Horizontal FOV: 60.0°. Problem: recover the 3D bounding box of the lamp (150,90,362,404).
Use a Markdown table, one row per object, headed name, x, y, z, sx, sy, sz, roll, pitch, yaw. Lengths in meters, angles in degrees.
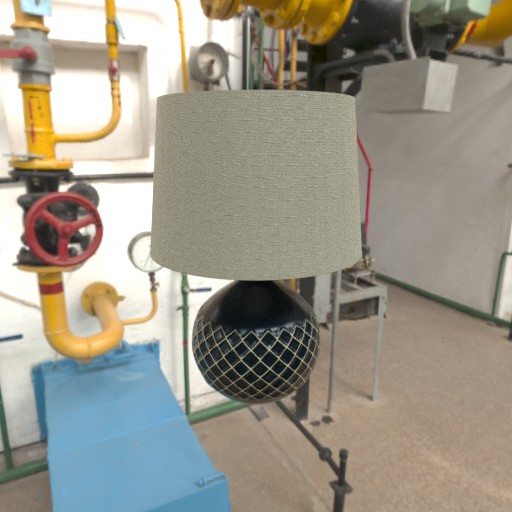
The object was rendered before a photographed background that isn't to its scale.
| name | x | y | z | sx | sy | sz | roll | pitch | yaw |
| --- | --- | --- | --- | --- | --- | --- | --- | --- | --- |
| lamp | 0.000 | 0.000 | 0.810 | 0.376 | 0.540 | 0.376 | 0 | 15 | 0 |
